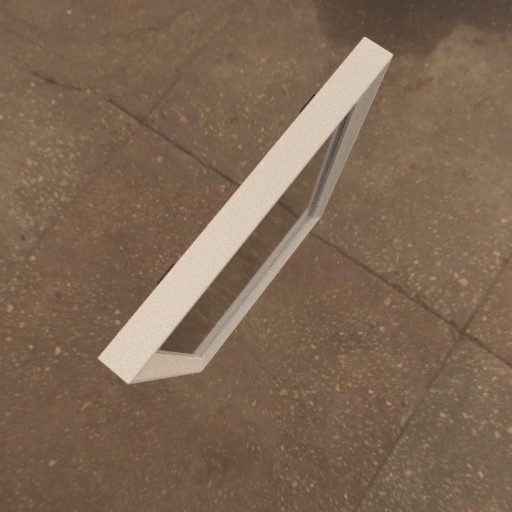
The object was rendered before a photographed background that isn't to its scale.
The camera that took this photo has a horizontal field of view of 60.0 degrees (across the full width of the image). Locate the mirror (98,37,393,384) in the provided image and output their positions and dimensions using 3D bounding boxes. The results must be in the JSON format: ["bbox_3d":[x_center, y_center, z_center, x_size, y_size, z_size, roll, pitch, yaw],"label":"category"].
[{"bbox_3d":[0.000,0.000,0.661,0.041,0.509,0.406,37,79,8],"label":"mirror"}]
